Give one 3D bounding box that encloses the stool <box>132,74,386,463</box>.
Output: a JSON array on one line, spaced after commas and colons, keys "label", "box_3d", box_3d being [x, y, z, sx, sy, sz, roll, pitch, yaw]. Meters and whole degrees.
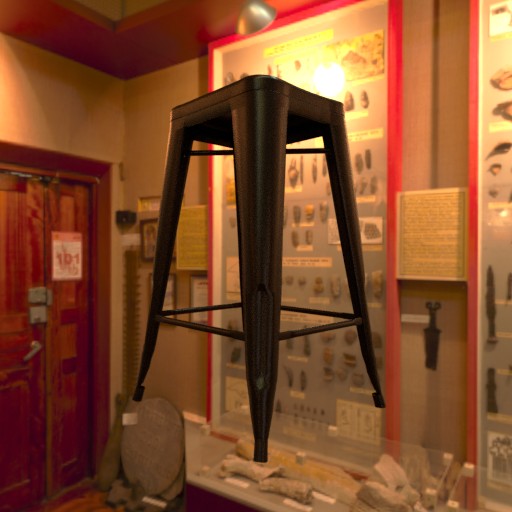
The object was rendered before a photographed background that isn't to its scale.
[{"label": "stool", "box_3d": [0.000, 0.000, 0.909, 0.455, 0.609, 0.423, 0, 1, 35]}]
